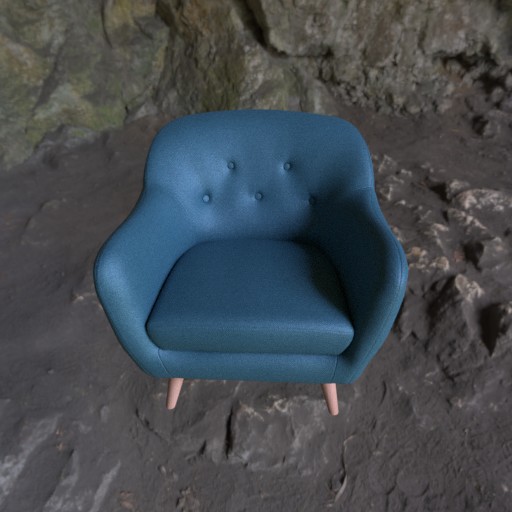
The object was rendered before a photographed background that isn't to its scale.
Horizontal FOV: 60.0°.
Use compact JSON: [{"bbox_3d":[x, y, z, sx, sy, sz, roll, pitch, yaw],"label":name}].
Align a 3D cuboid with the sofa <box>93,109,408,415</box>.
[{"bbox_3d":[0.000,0.000,1.544,0.836,0.817,0.825,1,31,2],"label":"sofa"}]
